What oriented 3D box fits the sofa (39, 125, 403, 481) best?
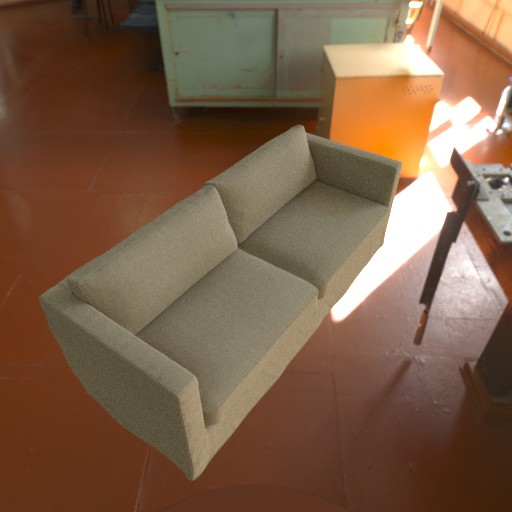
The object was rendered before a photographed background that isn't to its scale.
[{"bbox_3d":[0.000,0.000,2.766,0.956,0.847,2.296,25,47,26],"label":"sofa"}]
